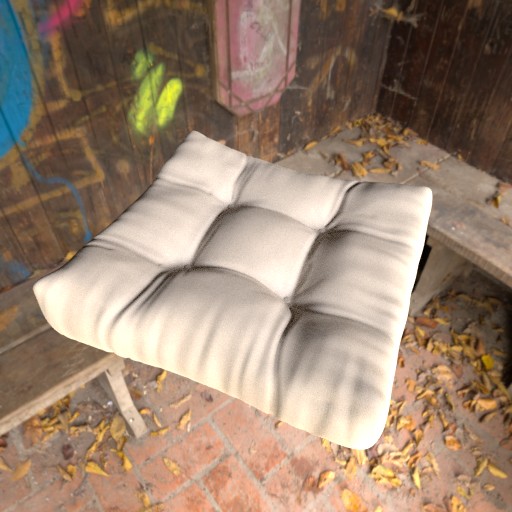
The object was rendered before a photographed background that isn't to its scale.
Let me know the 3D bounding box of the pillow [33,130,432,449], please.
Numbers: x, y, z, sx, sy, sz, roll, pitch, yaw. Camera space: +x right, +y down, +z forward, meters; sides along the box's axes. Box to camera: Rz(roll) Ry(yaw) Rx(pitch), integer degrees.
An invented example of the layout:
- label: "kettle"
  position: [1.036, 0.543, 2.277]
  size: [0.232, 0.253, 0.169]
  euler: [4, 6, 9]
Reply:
- label: "pillow"
  position: [0.000, 0.000, 0.710]
  size: [0.490, 0.128, 0.468]
  euler: [17, 48, 16]
